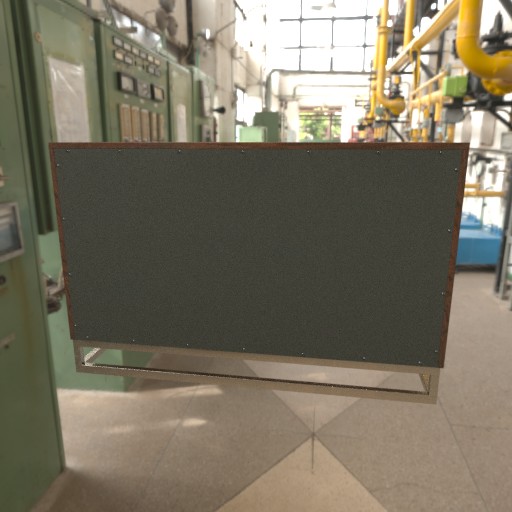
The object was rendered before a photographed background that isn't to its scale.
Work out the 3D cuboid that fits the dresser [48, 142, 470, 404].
[{"bbox_3d":[0.000,0.000,2.133,1.646,1.061,0.623,2,15,9],"label":"dresser"}]
